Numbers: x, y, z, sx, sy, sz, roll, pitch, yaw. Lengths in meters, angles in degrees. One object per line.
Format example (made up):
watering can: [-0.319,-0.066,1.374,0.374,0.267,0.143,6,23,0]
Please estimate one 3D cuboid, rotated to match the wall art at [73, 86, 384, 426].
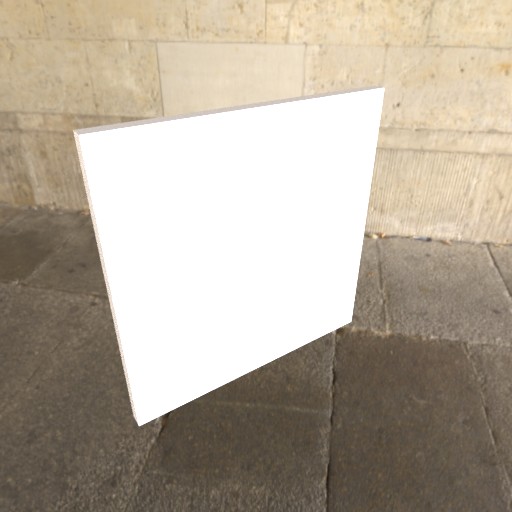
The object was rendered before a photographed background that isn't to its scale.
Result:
wall art: [0.000,0.000,0.849,0.559,0.559,0.028,-19,36,-29]
